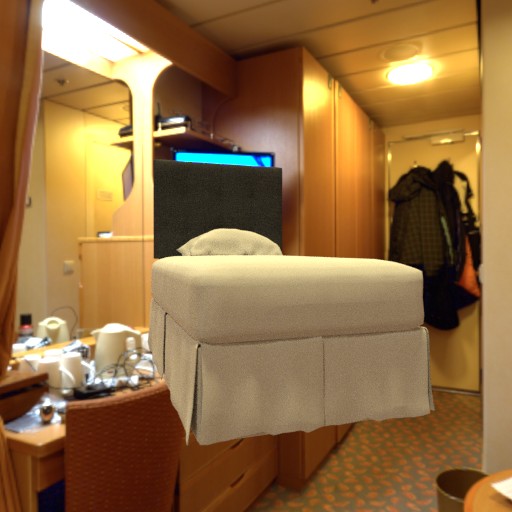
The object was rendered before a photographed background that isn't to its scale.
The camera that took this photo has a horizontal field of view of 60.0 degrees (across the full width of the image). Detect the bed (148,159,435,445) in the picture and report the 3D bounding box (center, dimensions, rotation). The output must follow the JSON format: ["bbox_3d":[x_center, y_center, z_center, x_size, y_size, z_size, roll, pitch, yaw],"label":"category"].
[{"bbox_3d":[0.000,0.000,2.935,1.261,1.571,1.997,0,1,-19],"label":"bed"}]
